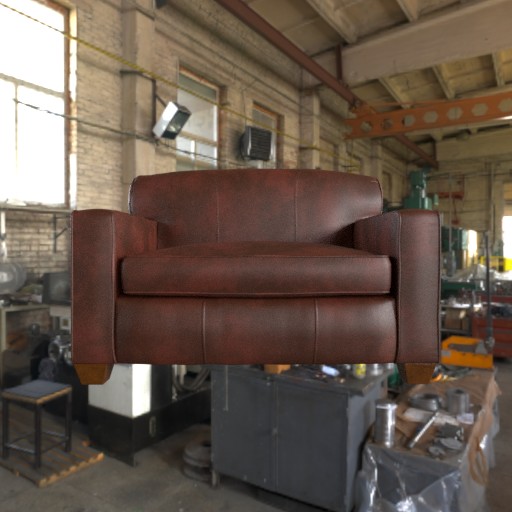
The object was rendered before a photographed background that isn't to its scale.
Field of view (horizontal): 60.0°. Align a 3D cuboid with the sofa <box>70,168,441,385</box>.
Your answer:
[{"bbox_3d":[0.000,0.000,2.083,1.413,0.956,1.000,0,1,0],"label":"sofa"}]
